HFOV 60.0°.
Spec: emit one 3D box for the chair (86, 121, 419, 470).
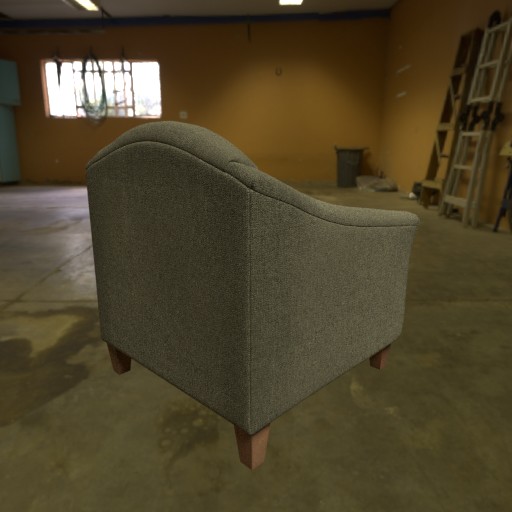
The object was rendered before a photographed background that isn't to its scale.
[{"bbox_3d":[0.000,0.000,1.472,0.763,0.839,0.787,14,20,43],"label":"chair"}]
